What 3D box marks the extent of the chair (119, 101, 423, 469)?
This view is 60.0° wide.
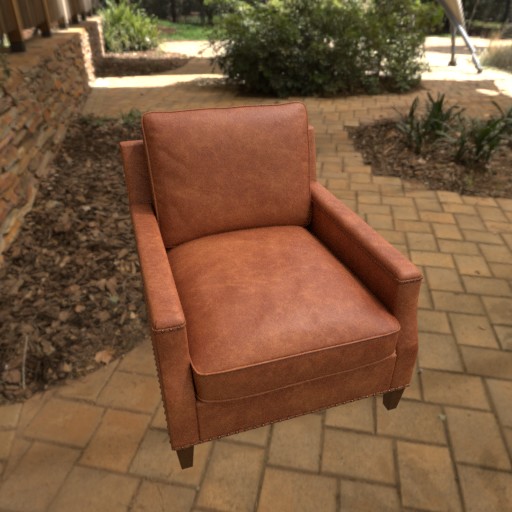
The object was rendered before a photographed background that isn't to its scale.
[{"bbox_3d":[0.000,0.000,1.669,0.853,0.943,1.014,-9,32,-15],"label":"chair"}]
